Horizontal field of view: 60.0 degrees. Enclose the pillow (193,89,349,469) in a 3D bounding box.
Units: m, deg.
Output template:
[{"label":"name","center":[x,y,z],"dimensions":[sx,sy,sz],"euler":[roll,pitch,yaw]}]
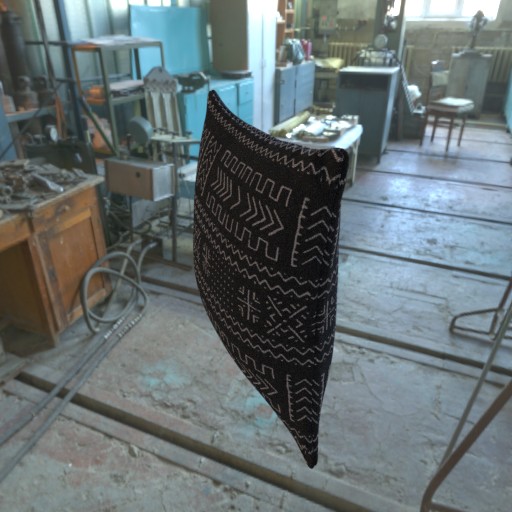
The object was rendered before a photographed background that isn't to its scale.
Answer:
[{"label":"pillow","center":[0.000,0.000,0.669],"dimensions":[0.164,0.430,0.438],"euler":[-10,30,-18]}]
